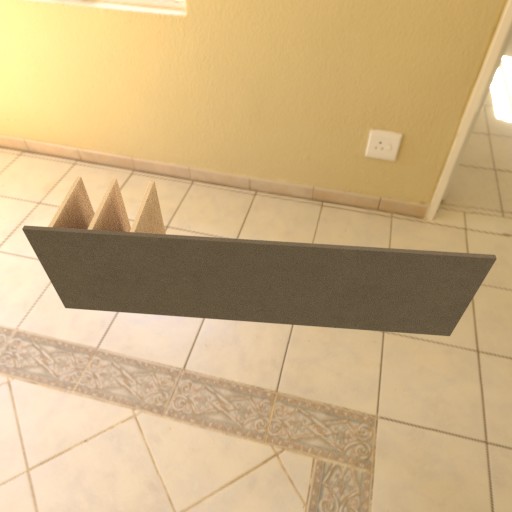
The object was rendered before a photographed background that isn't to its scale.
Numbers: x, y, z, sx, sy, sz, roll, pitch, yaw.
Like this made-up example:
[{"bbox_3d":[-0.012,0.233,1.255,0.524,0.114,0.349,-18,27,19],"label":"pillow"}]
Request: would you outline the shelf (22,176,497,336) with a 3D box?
[{"bbox_3d":[0.000,0.000,1.126,1.020,0.300,0.200,4,48,3],"label":"shelf"}]
